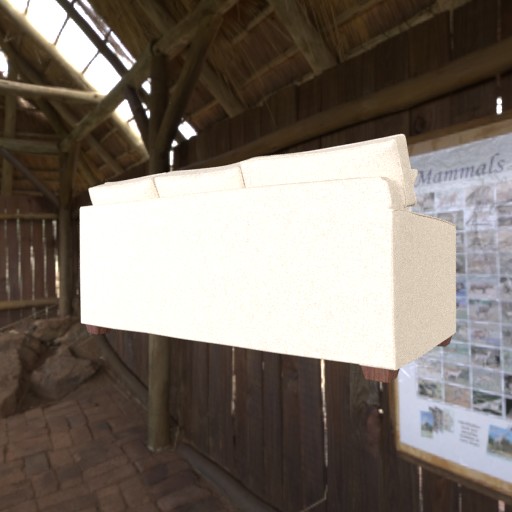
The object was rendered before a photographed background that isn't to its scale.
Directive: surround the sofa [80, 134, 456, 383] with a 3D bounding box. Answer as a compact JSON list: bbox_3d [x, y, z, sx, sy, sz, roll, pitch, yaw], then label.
[{"bbox_3d":[0.000,0.000,2.551,1.962,0.946,1.034,0,0,36],"label":"sofa"}]
